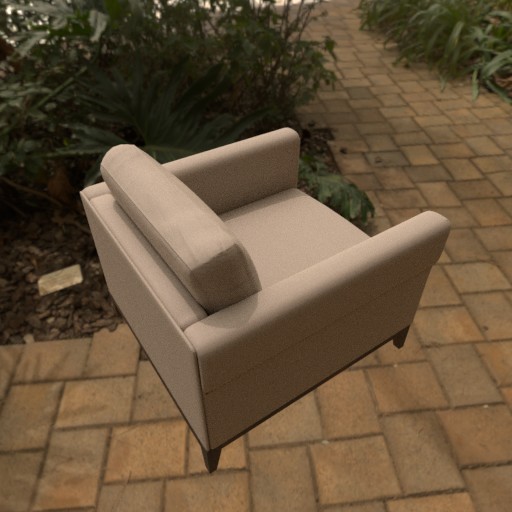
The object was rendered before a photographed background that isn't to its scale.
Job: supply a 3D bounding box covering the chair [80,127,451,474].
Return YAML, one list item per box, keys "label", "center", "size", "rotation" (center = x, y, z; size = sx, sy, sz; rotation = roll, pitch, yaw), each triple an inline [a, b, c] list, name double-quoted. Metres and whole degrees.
- label: "chair"
  center: [0.000, 0.000, 1.680]
  size: [0.959, 0.838, 0.914]
  rotation: [-24, 46, -25]
